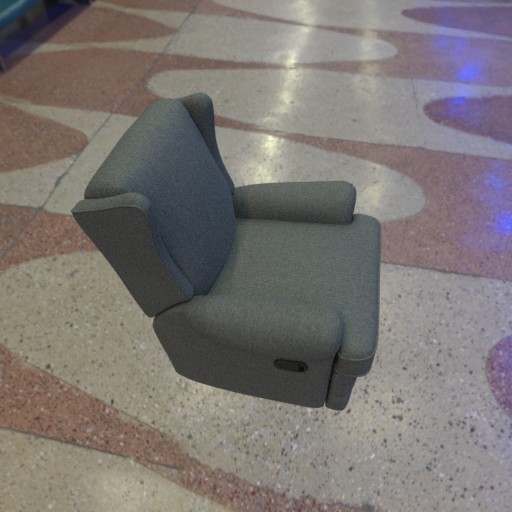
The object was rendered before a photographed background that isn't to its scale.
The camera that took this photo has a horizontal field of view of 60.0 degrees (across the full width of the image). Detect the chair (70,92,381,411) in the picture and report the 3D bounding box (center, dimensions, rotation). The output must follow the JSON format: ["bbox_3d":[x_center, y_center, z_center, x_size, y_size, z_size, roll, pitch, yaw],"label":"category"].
[{"bbox_3d":[0.000,0.000,1.735,0.969,1.011,0.847,9,47,8],"label":"chair"}]
